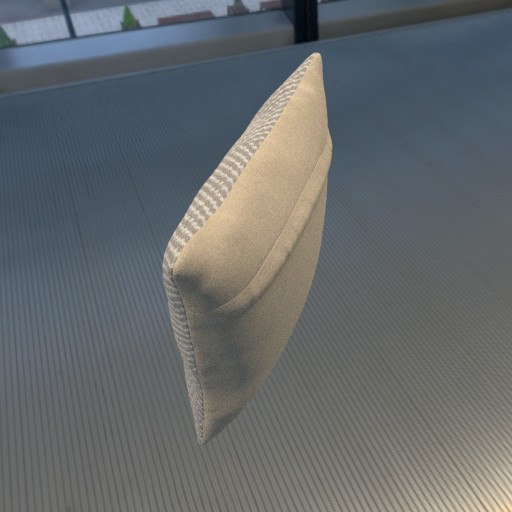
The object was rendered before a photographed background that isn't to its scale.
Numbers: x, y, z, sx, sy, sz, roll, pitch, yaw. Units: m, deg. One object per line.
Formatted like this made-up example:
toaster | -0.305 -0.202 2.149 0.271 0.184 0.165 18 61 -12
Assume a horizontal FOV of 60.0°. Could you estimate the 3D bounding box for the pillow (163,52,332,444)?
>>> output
pillow | 0.000 0.000 0.693 0.181 0.458 0.459 16 50 14
